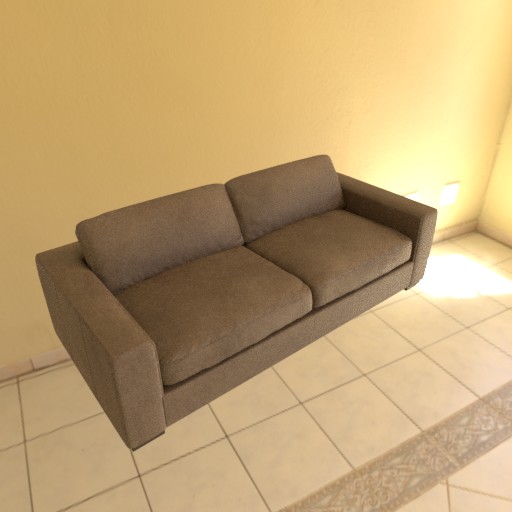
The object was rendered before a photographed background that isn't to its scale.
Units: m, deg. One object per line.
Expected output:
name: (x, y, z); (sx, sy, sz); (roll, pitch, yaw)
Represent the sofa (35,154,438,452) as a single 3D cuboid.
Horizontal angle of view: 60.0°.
sofa: (0.000, 0.000, 2.731); (2.262, 0.801, 1.070); (-22, 37, -32)
